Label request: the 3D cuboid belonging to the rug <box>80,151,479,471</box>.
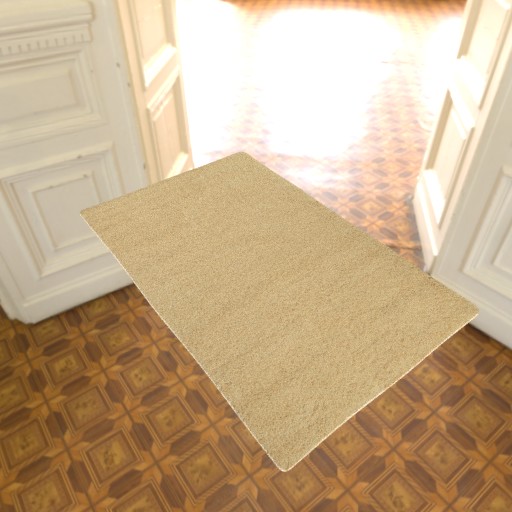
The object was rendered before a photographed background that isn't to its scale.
[{"bbox_3d":[0.000,0.000,2.917,1.500,0.026,2.349,-27,49,-27],"label":"rug"}]
